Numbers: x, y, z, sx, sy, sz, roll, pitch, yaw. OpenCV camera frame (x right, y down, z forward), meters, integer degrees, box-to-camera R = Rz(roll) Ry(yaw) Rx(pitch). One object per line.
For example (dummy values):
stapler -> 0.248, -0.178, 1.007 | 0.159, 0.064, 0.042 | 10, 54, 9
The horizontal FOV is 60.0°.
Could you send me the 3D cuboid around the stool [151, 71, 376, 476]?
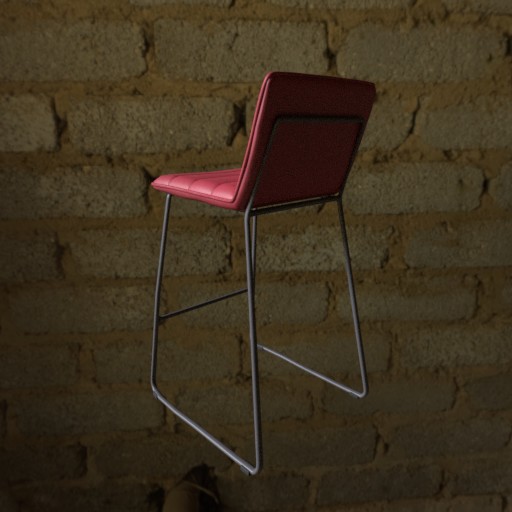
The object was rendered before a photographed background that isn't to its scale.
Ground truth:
stool -> 0.000, 0.000, 1.281 | 0.489, 0.937, 0.524 | -15, 22, -41
